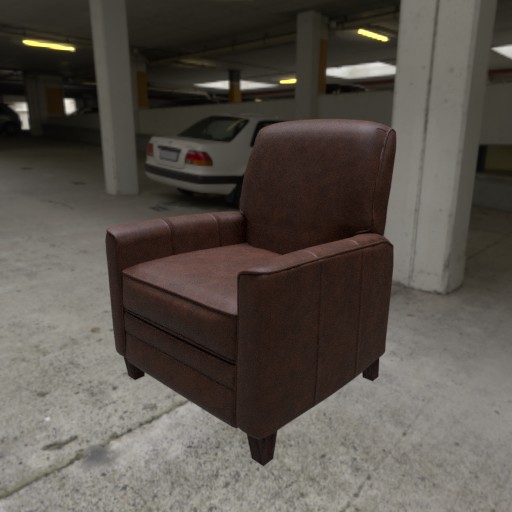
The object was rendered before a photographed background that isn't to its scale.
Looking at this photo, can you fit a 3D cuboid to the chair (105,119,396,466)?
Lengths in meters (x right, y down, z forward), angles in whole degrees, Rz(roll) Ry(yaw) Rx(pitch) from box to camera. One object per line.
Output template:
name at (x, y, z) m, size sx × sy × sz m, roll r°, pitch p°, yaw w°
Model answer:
chair at (0.000, 0.000, 1.679) m, size 0.839 × 1.010 × 0.850 m, roll 14°, pitch 20°, yaw 42°
